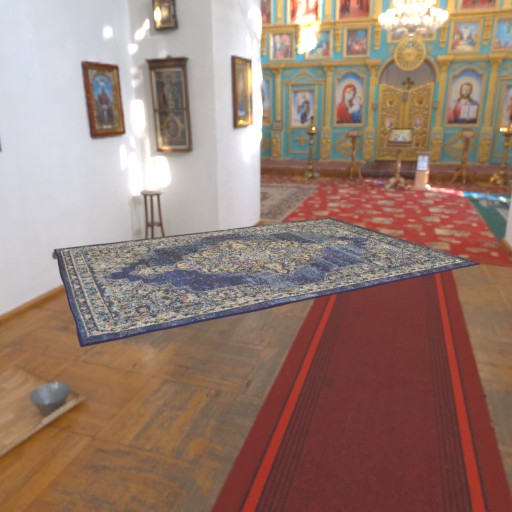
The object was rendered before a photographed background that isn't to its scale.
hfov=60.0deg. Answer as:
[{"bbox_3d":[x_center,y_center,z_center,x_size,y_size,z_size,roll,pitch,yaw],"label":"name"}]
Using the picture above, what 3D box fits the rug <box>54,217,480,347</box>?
[{"bbox_3d":[0.000,0.000,2.206,1.781,0.012,1.184,-8,19,-26],"label":"rug"}]
